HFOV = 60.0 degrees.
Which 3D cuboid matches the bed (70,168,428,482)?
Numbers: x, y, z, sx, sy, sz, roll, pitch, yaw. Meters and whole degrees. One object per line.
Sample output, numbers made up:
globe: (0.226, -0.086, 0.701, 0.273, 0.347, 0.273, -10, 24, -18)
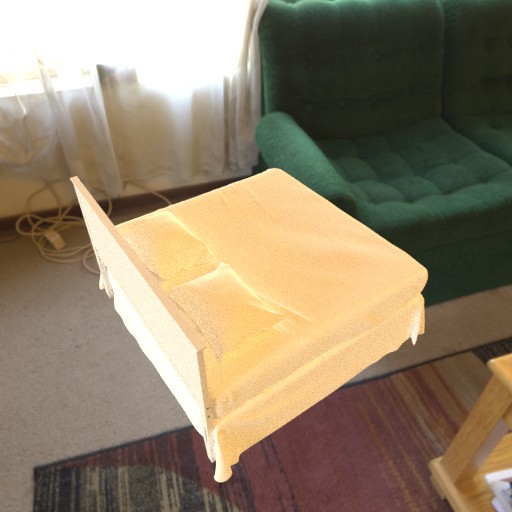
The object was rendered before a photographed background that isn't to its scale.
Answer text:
bed: (0.000, 0.000, 3.691, 2.215, 1.273, 2.317, -25, 46, -26)
